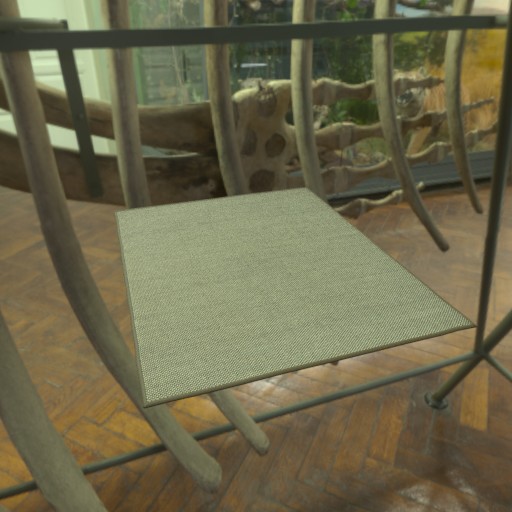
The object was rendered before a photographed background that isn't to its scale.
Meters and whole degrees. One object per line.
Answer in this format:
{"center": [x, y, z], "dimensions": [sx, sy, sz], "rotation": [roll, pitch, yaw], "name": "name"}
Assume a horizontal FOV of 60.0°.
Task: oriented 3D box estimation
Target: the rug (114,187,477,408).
{"center": [0.000, 0.000, 4.163], "dimensions": [2.413, 0.020, 3.041], "rotation": [-9, 31, -16], "name": "rug"}
